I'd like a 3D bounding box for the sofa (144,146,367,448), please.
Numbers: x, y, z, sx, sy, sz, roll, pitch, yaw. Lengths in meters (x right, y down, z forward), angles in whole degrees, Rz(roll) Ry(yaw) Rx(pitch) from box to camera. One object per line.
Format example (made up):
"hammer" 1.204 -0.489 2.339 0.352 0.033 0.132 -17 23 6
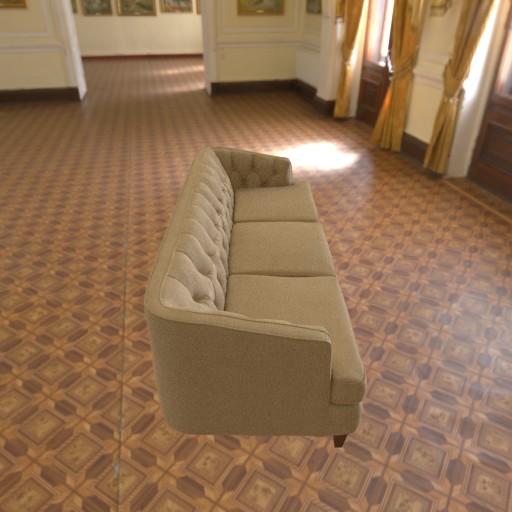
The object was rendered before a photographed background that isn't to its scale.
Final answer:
"sofa" 0.000 0.000 2.744 0.913 0.788 2.235 0 30 0
